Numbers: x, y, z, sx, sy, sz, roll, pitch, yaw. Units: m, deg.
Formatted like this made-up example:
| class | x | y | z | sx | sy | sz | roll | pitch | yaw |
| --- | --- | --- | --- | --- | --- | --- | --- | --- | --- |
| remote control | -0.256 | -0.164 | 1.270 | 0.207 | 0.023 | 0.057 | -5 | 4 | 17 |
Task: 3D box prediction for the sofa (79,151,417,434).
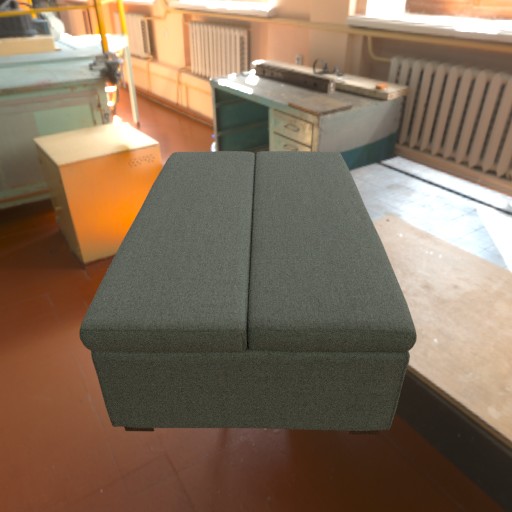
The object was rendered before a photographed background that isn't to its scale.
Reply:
| class | x | y | z | sx | sy | sz | roll | pitch | yaw |
| --- | --- | --- | --- | --- | --- | --- | --- | --- | --- |
| sofa | 0.000 | 0.000 | 1.634 | 0.817 | 0.434 | 1.250 | 0 | 32 | 1 |
